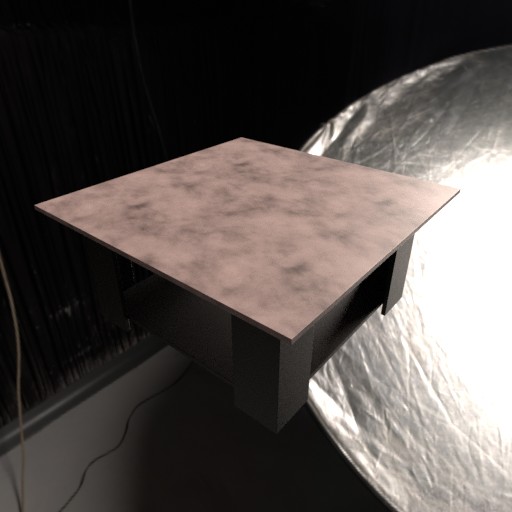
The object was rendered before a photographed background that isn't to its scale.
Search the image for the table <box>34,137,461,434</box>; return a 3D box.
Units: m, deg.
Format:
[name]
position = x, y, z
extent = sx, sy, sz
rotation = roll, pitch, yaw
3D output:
[table]
position = 0.000, 0.000, 1.057
extent = 0.670, 0.305, 0.670
rotation = 23, 37, 33
